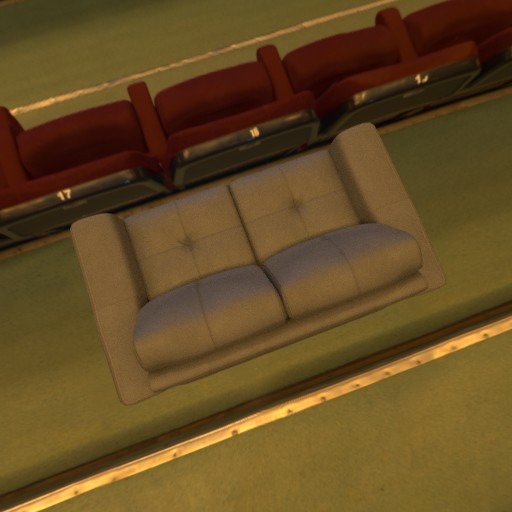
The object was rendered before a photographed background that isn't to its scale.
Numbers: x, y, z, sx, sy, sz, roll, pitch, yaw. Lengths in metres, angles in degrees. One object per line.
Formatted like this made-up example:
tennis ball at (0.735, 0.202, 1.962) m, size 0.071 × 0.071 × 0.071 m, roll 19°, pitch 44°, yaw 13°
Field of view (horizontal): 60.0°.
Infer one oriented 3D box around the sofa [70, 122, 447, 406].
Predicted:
sofa at (0.000, 0.000, 2.407) m, size 1.806 × 0.907 × 1.018 m, roll -20°, pitch 77°, yaw -5°
